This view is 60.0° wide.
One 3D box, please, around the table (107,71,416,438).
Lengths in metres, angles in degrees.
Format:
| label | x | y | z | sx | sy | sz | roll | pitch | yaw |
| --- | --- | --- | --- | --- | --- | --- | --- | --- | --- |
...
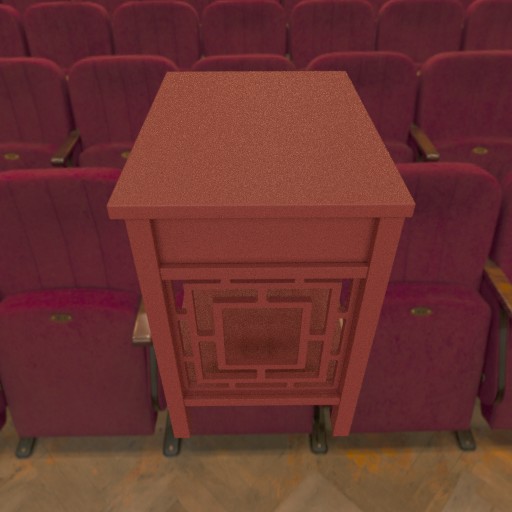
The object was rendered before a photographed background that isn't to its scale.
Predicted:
| label | x | y | z | sx | sy | sz | roll | pitch | yaw |
| --- | --- | --- | --- | --- | --- | --- | --- | --- | --- |
| table | 0.000 | 0.000 | 1.080 | 0.451 | 0.686 | 0.599 | 0 | 40 | -1 |
